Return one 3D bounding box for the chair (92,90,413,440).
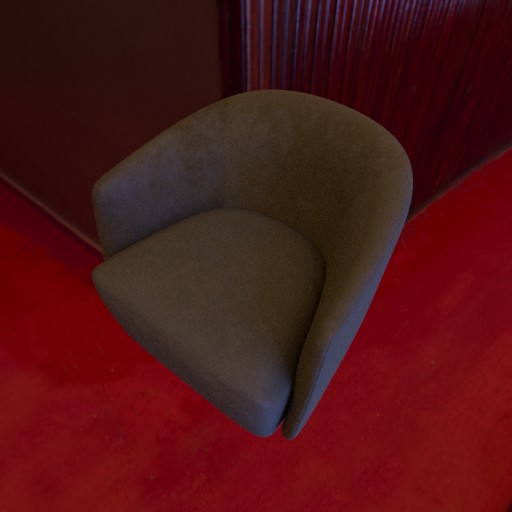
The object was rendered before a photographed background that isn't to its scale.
[{"bbox_3d":[0.000,0.000,1.327,0.773,0.698,0.767,30,54,25],"label":"chair"}]
